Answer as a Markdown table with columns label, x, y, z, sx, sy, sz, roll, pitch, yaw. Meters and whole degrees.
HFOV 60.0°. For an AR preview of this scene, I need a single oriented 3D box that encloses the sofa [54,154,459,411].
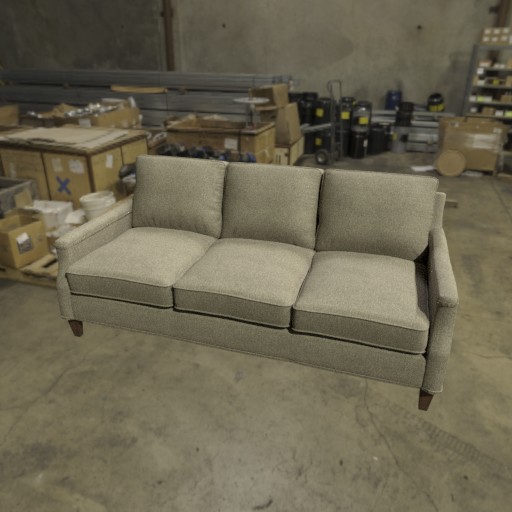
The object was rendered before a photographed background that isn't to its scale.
| label | x | y | z | sx | sy | sz | roll | pitch | yaw |
| --- | --- | --- | --- | --- | --- | --- | --- | --- | --- |
| sofa | 0.000 | 0.000 | 2.768 | 2.246 | 1.003 | 1.084 | 8 | 26 | 16 |
